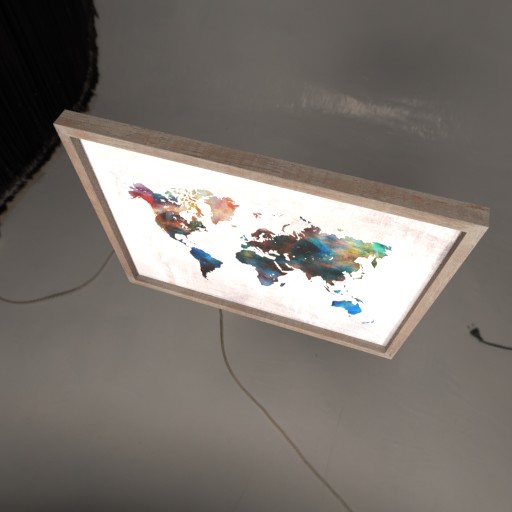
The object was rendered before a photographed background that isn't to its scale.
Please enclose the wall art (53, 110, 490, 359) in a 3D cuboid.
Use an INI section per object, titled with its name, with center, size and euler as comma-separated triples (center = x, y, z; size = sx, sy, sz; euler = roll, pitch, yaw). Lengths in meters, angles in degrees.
[wall art]
center = 0.000, 0.000, 1.727
size = 1.320, 1.009, 0.070
euler = 15, 58, 10
